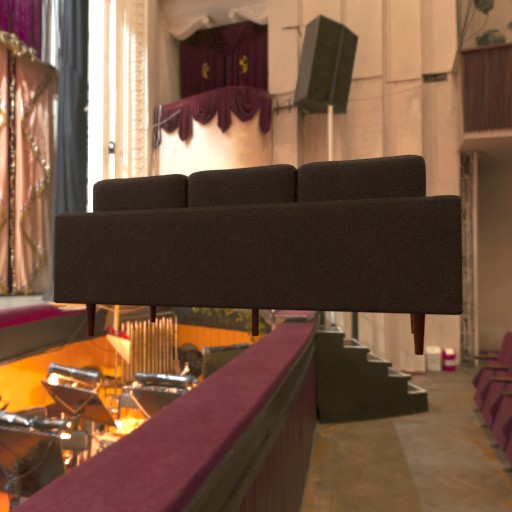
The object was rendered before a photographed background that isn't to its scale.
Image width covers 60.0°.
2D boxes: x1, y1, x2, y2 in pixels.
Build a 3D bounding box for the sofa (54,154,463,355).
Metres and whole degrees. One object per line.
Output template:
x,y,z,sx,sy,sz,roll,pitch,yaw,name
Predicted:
0.000,0.000,2.514,2.029,0.899,0.879,-1,-2,18,sofa
